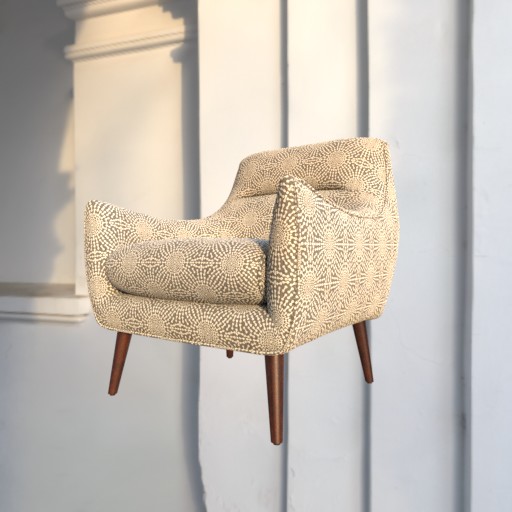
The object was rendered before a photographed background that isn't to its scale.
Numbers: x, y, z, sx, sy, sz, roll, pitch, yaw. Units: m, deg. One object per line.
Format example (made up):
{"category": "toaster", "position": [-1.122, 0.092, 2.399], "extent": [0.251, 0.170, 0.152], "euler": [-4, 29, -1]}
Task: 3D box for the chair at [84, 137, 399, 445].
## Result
{"category": "chair", "position": [0.000, 0.000, 1.439], "extent": [0.762, 0.838, 0.787], "euler": [0, 1, 35]}
